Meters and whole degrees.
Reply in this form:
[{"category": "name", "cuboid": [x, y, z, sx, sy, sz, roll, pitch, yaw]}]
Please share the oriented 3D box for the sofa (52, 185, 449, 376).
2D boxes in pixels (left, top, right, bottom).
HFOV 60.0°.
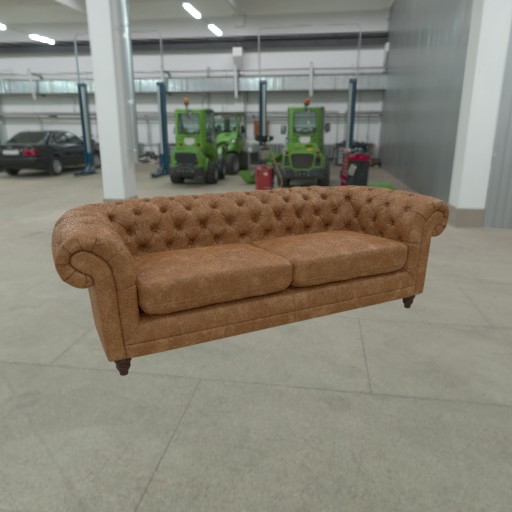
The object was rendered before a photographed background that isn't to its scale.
[{"category": "sofa", "cuboid": [0.000, 0.000, 2.845, 2.365, 0.760, 0.989, -8, 18, -26]}]
